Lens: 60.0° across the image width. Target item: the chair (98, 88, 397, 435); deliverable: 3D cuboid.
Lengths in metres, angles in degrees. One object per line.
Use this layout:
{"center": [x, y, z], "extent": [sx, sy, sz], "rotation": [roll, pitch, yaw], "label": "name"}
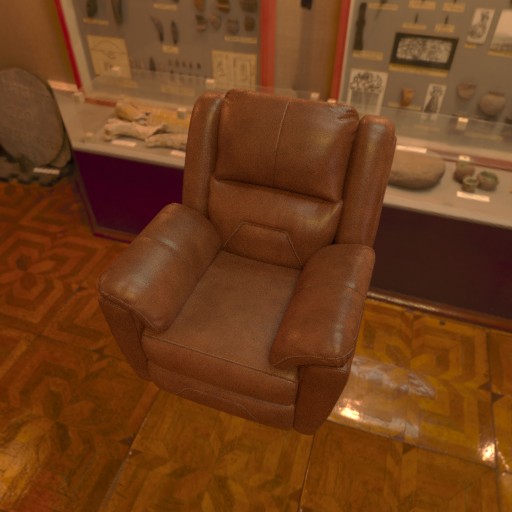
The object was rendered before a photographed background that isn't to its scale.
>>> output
{"center": [0.000, 0.000, 1.923], "extent": [0.990, 1.093, 1.041], "rotation": [14, 45, 14], "label": "chair"}
